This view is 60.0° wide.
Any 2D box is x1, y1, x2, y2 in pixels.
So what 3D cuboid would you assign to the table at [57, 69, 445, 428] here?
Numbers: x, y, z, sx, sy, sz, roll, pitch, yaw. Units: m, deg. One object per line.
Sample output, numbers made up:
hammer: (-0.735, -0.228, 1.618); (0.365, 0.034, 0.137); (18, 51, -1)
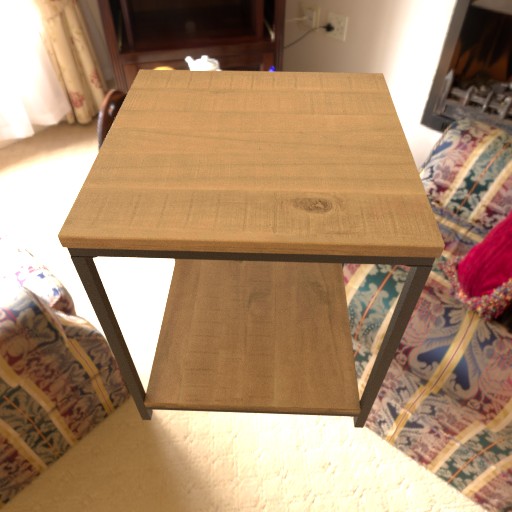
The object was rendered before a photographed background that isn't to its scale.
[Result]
table: (0.000, 0.000, 0.965); (0.507, 0.589, 0.503); (2, 47, 1)
